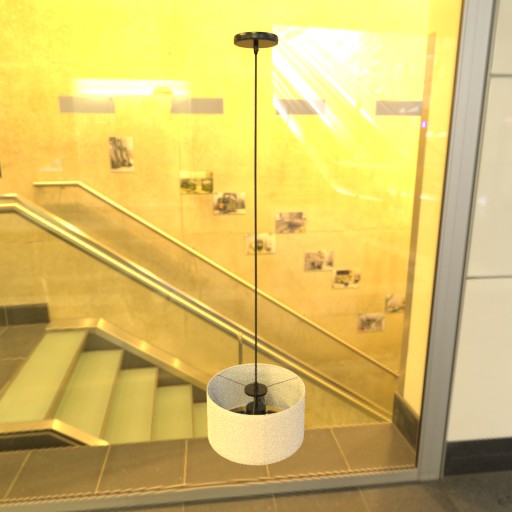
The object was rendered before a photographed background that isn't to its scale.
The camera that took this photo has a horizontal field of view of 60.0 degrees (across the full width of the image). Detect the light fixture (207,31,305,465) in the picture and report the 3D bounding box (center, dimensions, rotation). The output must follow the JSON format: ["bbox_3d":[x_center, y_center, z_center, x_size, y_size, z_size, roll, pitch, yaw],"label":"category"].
[{"bbox_3d":[0.000,0.000,1.670,0.399,1.516,0.399,0,14,0],"label":"light fixture"}]
